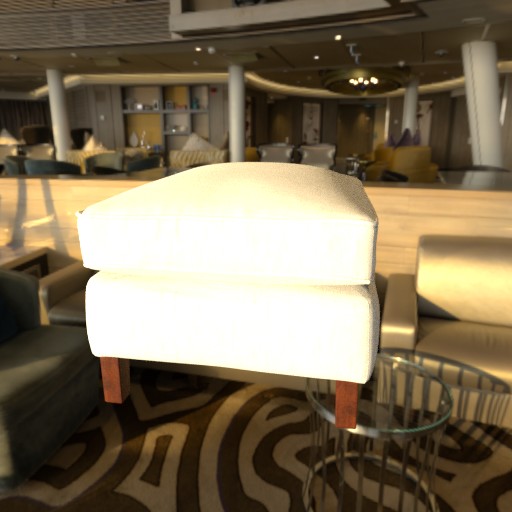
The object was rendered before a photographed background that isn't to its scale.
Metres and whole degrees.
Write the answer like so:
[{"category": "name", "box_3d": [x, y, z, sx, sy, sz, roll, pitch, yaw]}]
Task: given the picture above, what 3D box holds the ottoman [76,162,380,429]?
[{"category": "ottoman", "box_3d": [0.000, 0.000, 0.985, 0.501, 0.406, 0.665, 3, 15, 10]}]
